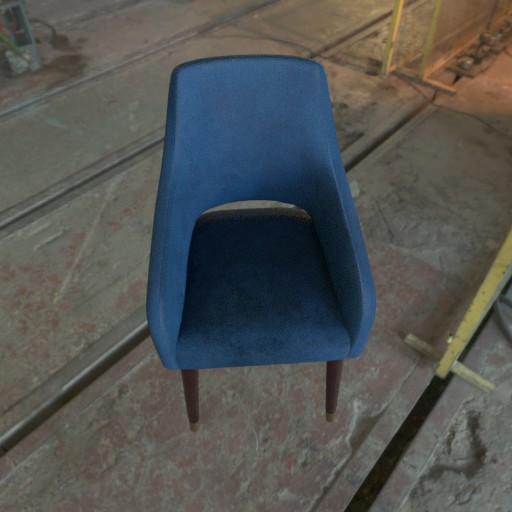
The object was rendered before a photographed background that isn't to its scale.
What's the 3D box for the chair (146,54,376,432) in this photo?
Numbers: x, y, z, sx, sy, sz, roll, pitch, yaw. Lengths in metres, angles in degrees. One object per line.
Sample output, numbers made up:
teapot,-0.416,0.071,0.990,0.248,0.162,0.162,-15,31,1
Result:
chair,0.000,0.000,1.565,0.683,1.081,0.794,-3,48,-3
